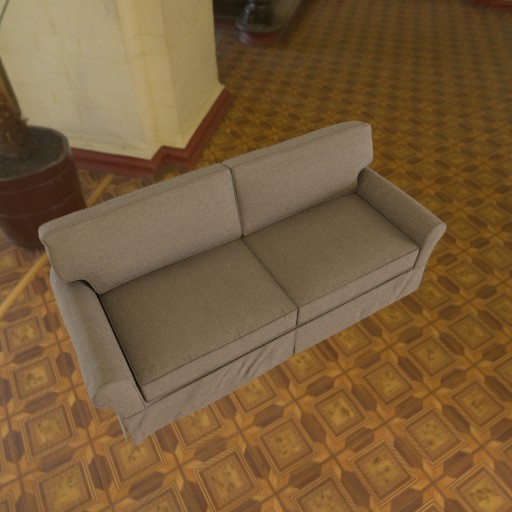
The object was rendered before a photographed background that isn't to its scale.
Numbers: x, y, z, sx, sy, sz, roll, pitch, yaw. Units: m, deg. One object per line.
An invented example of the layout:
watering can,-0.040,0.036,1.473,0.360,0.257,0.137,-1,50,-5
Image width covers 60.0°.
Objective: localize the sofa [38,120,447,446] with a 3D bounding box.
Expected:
sofa,0.000,0.000,2.679,2.248,0.943,0.991,-23,51,-21
